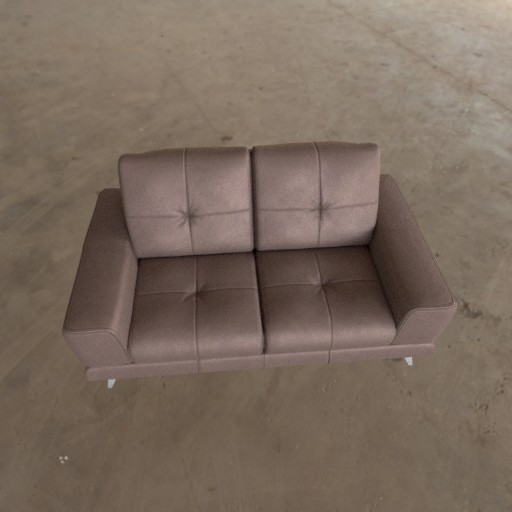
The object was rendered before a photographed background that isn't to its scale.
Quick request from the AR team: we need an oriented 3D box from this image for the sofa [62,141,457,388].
[{"bbox_3d":[0.000,0.000,2.350,1.806,0.907,1.018,-3,47,-3],"label":"sofa"}]
